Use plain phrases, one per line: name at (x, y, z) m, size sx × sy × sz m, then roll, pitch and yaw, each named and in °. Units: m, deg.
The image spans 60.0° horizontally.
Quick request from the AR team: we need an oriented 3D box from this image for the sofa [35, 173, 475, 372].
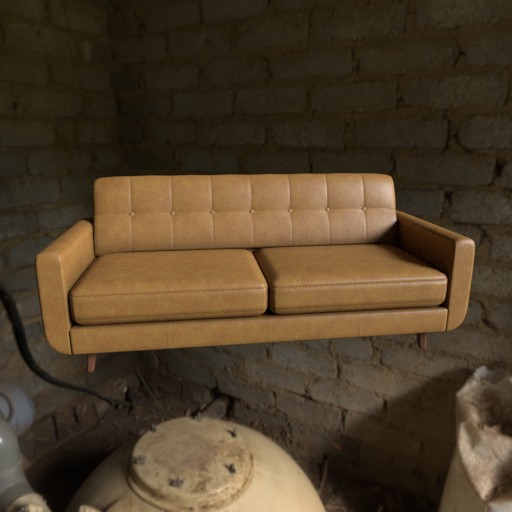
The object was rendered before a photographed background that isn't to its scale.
sofa at (0.000, 0.000, 2.602) m, size 2.137 × 0.892 × 0.980 m, roll -2°, pitch 16°, yaw -7°
